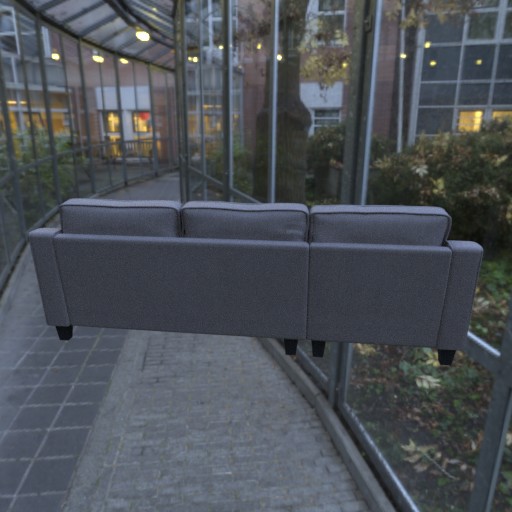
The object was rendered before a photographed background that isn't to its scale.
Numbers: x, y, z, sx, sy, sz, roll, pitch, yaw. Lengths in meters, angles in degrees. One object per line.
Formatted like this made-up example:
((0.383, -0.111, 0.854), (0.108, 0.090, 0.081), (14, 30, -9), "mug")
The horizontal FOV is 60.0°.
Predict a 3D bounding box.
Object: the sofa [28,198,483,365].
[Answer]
((0.000, 0.000, 3.145), (2.561, 0.928, 1.294), (2, 17, 7), "sofa")
